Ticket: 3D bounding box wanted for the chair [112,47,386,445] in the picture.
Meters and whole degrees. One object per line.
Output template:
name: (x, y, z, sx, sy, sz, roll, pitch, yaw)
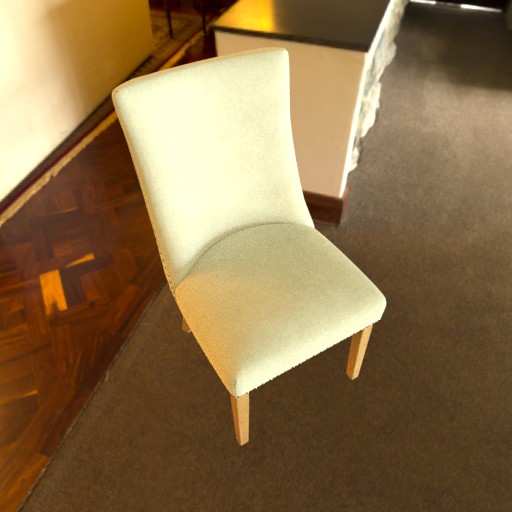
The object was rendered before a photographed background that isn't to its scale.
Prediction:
chair: (0.000, 0.000, 1.258, 0.495, 0.902, 0.610, -23, 51, -20)
